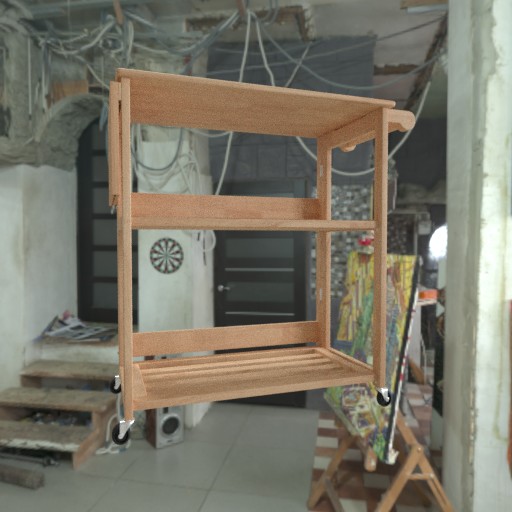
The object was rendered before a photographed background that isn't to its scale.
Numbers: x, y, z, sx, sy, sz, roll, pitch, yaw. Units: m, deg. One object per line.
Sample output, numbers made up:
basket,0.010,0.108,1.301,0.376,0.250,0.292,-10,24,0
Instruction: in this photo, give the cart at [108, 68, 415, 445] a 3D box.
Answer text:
cart,0.000,0.000,1.353,0.853,0.879,0.432,-1,2,-19
